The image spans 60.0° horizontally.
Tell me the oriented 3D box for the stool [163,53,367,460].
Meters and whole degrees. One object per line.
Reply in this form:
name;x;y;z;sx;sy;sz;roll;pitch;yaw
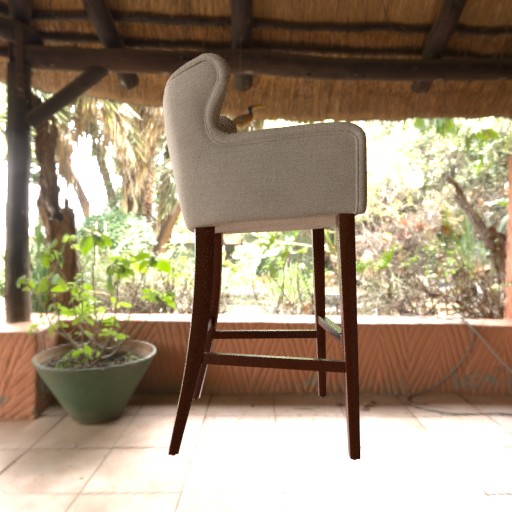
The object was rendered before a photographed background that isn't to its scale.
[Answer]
stool;0.000;0.000;1.380;0.563;1.034;0.556;0;-1;-1
